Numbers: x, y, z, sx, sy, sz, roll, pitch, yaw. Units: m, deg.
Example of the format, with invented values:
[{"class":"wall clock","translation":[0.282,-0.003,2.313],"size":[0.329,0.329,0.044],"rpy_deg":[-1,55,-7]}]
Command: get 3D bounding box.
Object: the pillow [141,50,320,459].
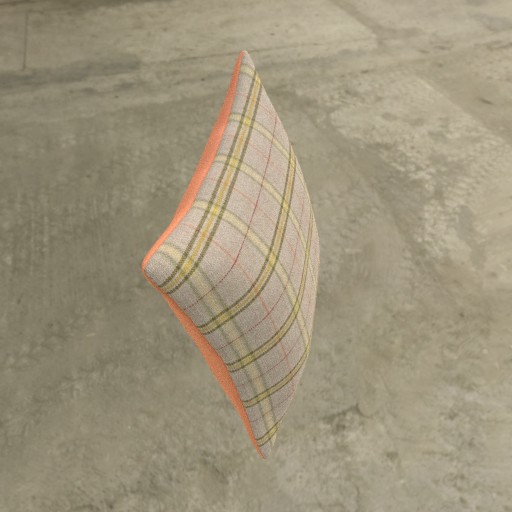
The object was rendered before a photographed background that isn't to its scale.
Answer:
[{"class":"pillow","translation":[0.000,0.000,0.679],"size":[0.200,0.430,0.453],"rpy_deg":[7,48,7]}]
